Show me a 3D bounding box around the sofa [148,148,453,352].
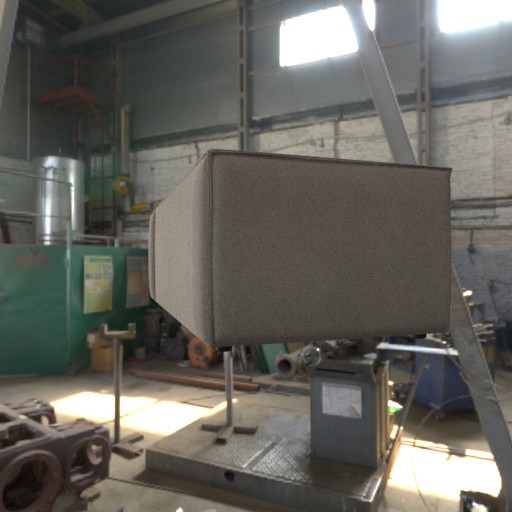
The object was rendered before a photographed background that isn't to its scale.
[{"bbox_3d":[0.000,0.000,2.496,1.038,0.680,1.995,0,-1,-18],"label":"sofa"}]
